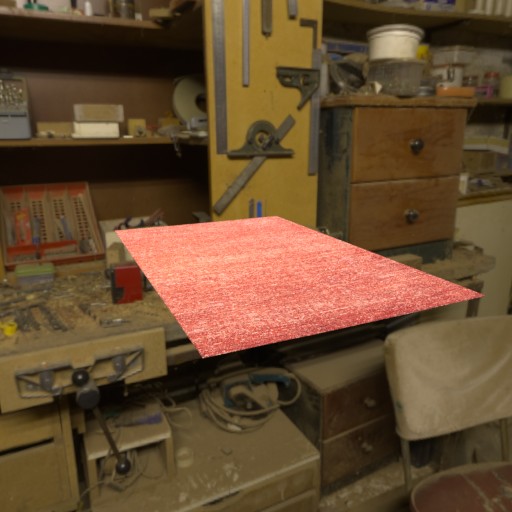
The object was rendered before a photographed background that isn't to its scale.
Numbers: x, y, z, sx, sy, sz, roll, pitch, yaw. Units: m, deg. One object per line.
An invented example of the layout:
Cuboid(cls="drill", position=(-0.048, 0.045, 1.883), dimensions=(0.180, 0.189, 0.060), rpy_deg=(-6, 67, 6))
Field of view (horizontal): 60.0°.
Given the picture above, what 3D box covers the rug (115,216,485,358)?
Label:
Cuboid(cls="rug", position=(0.000, 0.000, 2.238), dimensions=(1.139, 0.011, 1.747), rpy_deg=(-7, 18, -24))
